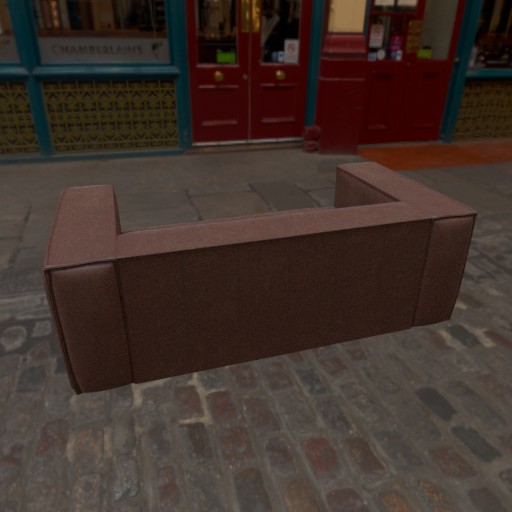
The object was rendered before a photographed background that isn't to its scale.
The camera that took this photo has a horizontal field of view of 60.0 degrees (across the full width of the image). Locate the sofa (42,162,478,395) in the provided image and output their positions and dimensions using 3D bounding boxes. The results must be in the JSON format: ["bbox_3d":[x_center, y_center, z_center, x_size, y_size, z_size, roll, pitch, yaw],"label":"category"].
[{"bbox_3d":[0.000,0.000,2.549,2.088,0.703,1.102,-8,28,-15],"label":"sofa"}]
